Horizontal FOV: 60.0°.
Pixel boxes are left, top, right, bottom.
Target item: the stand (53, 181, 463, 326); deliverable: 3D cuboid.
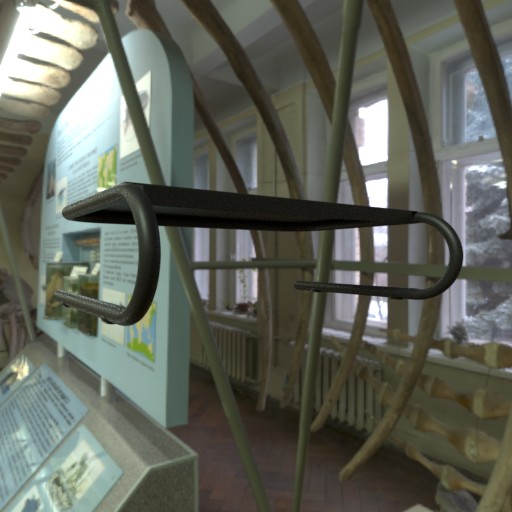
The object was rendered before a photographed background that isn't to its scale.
[{"bbox_3d":[0.000,0.000,0.497,0.370,0.108,0.280,0,0,-35],"label":"stand"}]
